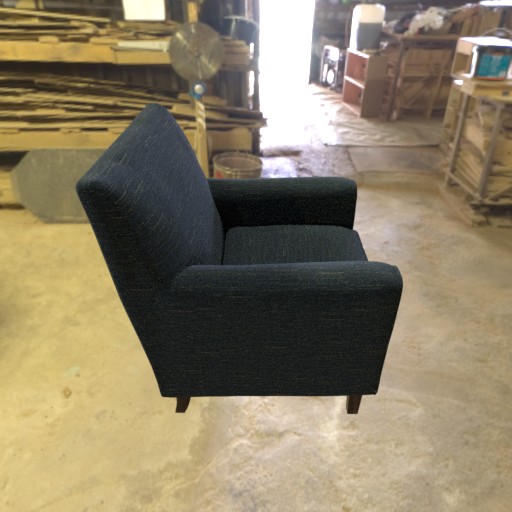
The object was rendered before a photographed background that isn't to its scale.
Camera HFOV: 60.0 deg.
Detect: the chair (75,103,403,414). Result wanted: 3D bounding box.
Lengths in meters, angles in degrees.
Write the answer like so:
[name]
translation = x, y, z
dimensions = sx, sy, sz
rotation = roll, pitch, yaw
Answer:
[chair]
translation = 0.000, 0.000, 1.656
dimensions = 0.873, 0.928, 0.864
rotation = 0, 32, 0
